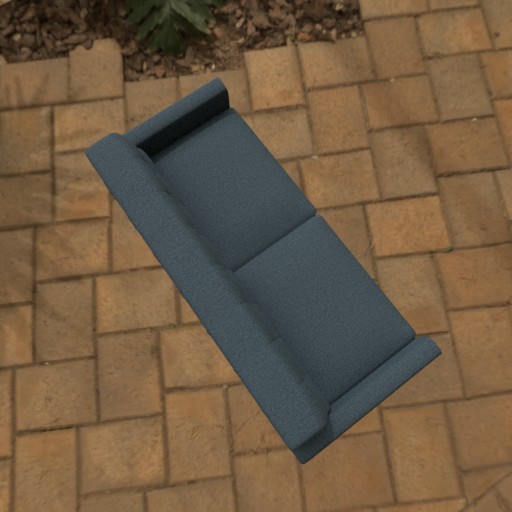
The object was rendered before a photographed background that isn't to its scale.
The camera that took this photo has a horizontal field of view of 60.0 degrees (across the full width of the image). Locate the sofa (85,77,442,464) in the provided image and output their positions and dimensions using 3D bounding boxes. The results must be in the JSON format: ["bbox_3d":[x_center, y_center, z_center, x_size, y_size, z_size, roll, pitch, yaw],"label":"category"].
[{"bbox_3d":[0.000,0.000,2.585,0.942,0.884,2.055,-35,78,-9],"label":"sofa"}]
